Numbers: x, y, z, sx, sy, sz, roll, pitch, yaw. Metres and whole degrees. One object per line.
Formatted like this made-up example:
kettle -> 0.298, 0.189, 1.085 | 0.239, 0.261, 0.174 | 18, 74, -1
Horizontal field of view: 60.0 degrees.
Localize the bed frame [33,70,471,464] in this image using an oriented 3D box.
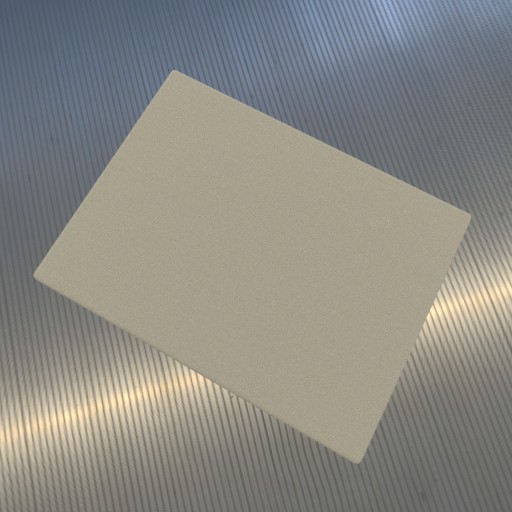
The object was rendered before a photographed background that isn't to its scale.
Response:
bed frame -> 0.000, 0.000, 3.548 | 2.635, 0.680, 1.990 | 28, 78, 7
